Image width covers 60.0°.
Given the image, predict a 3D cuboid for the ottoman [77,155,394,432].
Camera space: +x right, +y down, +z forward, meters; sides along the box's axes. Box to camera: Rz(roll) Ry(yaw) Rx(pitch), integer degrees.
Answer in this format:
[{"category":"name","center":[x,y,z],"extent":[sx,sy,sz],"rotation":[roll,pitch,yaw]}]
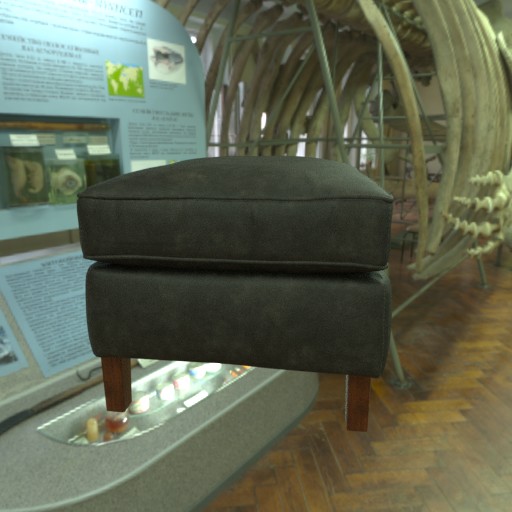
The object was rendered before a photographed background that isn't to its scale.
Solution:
[{"category":"ottoman","center":[0.000,0.000,0.968],"extent":[0.501,0.413,0.665],"rotation":[2,15,7]}]
